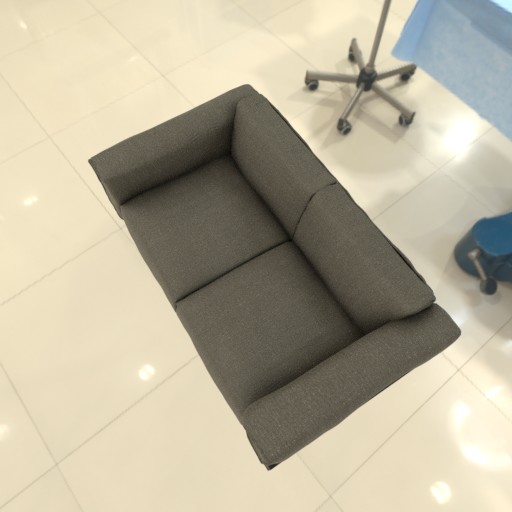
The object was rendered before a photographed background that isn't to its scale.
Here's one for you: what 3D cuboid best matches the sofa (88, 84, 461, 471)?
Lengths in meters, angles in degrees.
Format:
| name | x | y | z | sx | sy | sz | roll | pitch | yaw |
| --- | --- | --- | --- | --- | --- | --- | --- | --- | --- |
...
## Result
| name | x | y | z | sx | sy | sz | roll | pitch | yaw |
| --- | --- | --- | --- | --- | --- | --- | --- | --- | --- |
| sofa | 0.000 | 0.000 | 2.194 | 0.960 | 0.656 | 1.690 | -29 | 67 | -14 |
